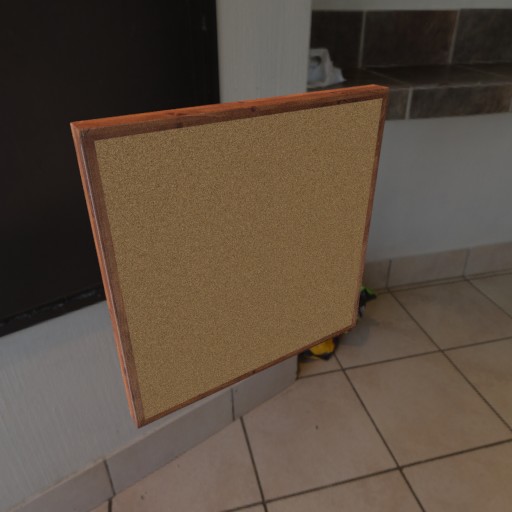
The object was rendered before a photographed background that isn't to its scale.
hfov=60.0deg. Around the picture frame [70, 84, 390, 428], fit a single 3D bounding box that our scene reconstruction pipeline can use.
[{"bbox_3d":[0.000,0.000,0.532,0.352,0.356,0.028,-18,35,-28],"label":"picture frame"}]
